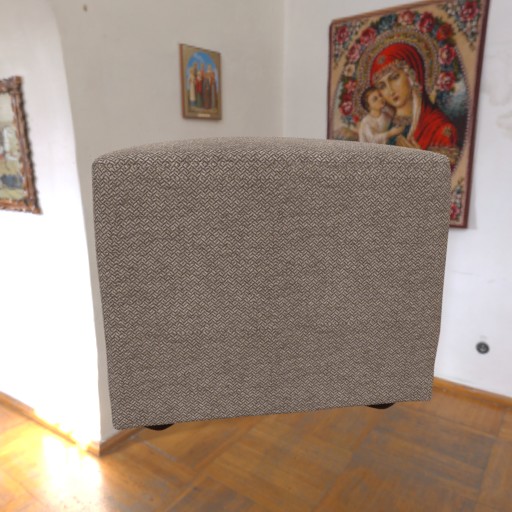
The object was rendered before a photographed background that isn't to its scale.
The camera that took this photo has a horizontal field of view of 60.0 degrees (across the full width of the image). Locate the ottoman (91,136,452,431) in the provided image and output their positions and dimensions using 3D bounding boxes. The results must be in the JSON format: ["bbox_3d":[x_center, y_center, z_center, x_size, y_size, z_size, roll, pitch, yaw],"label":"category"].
[{"bbox_3d":[0.000,0.000,0.876,0.512,0.453,0.519,-2,14,-9],"label":"ottoman"}]
